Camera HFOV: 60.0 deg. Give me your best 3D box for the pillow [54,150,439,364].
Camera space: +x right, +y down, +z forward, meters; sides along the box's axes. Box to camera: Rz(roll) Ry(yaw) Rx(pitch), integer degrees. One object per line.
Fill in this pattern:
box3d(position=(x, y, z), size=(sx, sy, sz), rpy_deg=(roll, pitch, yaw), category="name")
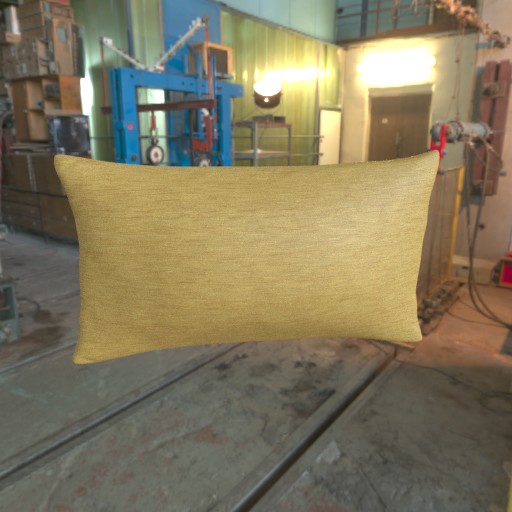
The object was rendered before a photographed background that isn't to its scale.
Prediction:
box3d(position=(0.000, 0.000, 0.765), size=(0.634, 0.354, 0.210), rpy_deg=(-2, 15, -8), category="pillow")
